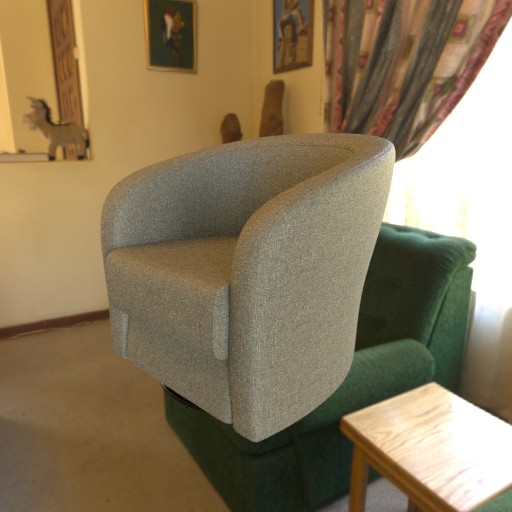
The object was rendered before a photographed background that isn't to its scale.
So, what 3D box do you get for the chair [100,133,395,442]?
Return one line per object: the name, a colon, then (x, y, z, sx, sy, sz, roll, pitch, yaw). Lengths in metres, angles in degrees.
chair: (0.000, 0.000, 1.433, 0.791, 0.771, 0.815, 14, 20, 42)
